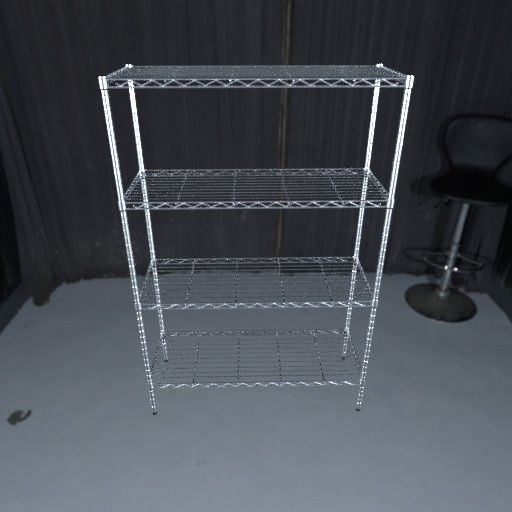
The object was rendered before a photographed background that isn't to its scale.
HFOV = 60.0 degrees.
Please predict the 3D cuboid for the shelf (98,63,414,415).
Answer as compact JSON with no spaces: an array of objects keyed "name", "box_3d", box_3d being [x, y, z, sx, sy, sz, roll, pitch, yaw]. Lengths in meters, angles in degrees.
[{"name":"shelf","box_3d":[0.000,0.000,1.740,0.907,1.360,0.352,-1,29,-1]}]
